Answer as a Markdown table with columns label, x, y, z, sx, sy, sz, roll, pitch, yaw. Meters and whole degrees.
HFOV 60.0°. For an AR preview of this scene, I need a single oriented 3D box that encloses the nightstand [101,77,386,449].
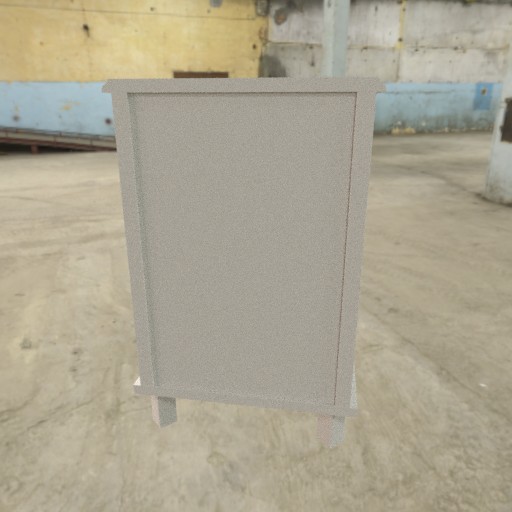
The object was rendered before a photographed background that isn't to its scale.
| label | x | y | z | sx | sy | sz | roll | pitch | yaw |
| --- | --- | --- | --- | --- | --- | --- | --- | --- | --- |
| nightstand | 0.000 | 0.000 | 0.934 | 0.435 | 0.681 | 0.351 | 3 | 19 | 9 |
